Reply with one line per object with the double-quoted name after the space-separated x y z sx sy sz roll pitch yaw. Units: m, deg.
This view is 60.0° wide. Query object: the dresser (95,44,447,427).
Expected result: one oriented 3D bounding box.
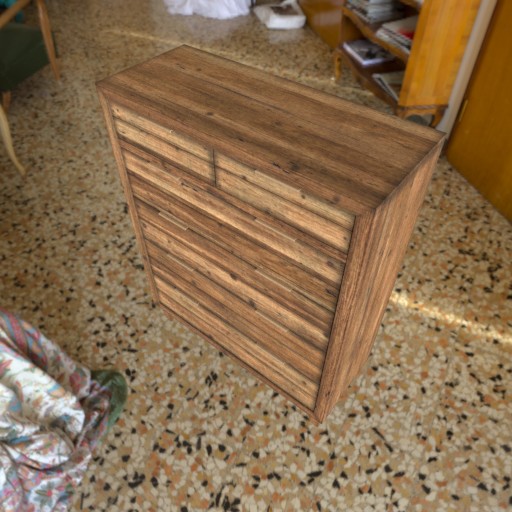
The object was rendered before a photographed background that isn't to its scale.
0.000 0.000 1.883 1.067 1.359 0.438 30 53 26 "dresser"
